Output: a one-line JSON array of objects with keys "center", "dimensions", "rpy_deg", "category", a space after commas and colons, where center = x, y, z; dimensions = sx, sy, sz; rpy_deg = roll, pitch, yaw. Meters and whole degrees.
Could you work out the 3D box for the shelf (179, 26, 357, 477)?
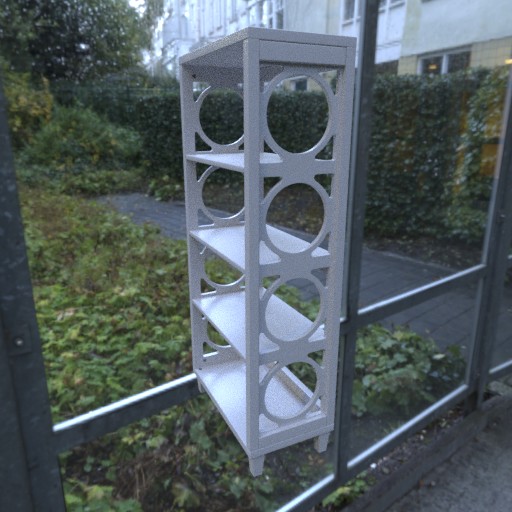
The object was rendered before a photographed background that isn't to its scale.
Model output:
[{"center": [0.000, 0.000, 1.644], "dimensions": [0.340, 1.411, 0.611], "rpy_deg": [-8, 18, -25], "category": "shelf"}]
